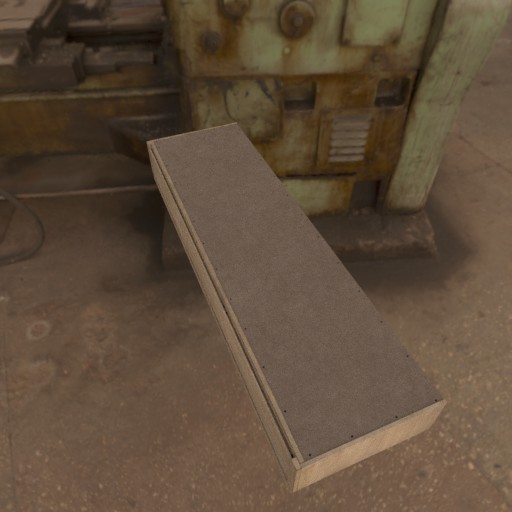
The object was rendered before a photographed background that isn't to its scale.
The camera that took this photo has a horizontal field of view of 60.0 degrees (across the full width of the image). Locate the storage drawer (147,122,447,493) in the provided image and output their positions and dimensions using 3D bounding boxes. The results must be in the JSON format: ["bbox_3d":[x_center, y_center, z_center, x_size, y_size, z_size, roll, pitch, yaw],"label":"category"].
[{"bbox_3d":[0.000,0.000,2.237,0.591,0.274,2.072,-17,49,-15],"label":"storage drawer"}]
